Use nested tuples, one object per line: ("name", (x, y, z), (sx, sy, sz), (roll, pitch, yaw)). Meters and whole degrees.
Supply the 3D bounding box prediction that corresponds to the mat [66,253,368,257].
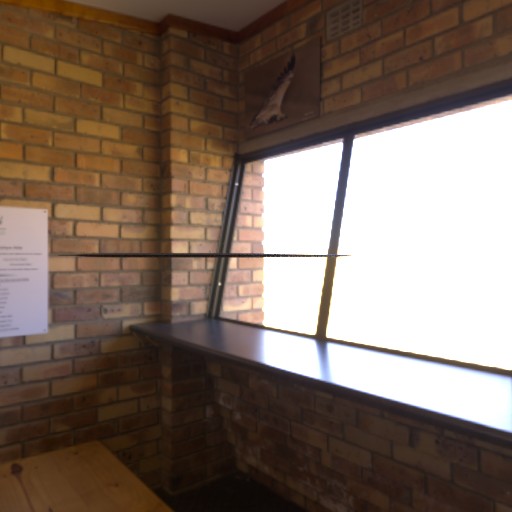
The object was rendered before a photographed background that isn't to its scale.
("mat", (0.000, 0.000, 1.864), (0.913, 0.013, 1.524), (0, 0, 18))
